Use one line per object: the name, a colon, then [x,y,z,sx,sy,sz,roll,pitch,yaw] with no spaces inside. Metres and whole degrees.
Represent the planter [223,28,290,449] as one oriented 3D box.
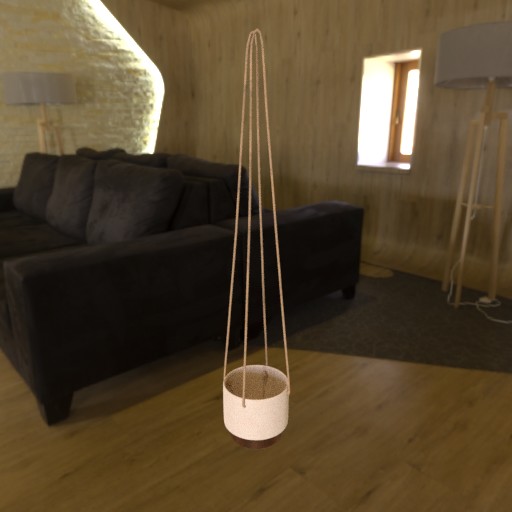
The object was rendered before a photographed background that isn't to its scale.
planter: [0.000,0.000,0.903,0.146,0.841,0.146,-7,17,-24]
